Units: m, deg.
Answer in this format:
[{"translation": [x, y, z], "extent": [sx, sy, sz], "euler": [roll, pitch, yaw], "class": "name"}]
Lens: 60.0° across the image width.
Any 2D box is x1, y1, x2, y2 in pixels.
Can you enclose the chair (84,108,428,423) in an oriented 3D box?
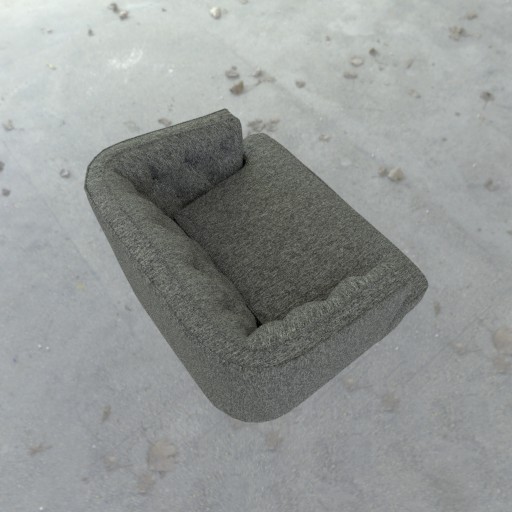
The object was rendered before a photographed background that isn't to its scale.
[{"translation": [0.000, 0.000, 1.828], "extent": [0.941, 0.852, 1.104], "euler": [-33, 64, -19], "class": "chair"}]
